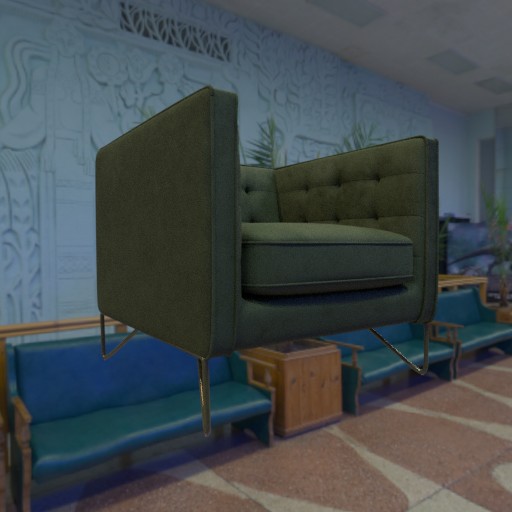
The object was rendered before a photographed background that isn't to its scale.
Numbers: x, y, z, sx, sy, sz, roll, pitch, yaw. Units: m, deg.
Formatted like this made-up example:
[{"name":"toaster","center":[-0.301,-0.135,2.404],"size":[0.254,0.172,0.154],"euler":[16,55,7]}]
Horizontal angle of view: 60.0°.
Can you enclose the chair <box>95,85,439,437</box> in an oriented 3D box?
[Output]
[{"name":"chair","center":[0.000,0.000,1.550],"size":[0.880,0.790,0.894],"euler":[-1,2,-35]}]
